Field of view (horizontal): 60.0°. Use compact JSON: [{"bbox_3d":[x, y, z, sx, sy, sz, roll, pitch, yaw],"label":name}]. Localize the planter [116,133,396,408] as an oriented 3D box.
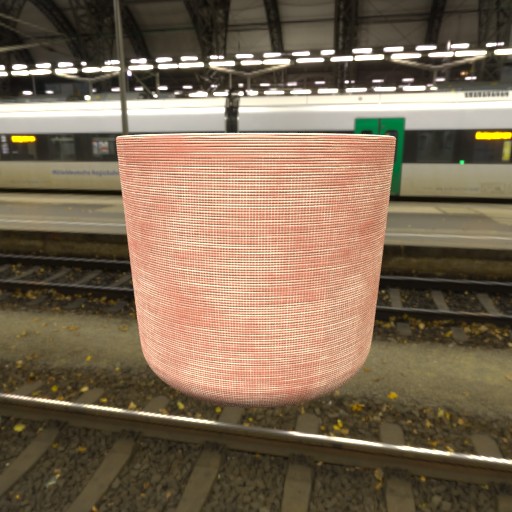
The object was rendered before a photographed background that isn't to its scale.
[{"bbox_3d":[0.000,0.000,0.775,0.440,0.398,0.440,0,13,0],"label":"planter"}]
